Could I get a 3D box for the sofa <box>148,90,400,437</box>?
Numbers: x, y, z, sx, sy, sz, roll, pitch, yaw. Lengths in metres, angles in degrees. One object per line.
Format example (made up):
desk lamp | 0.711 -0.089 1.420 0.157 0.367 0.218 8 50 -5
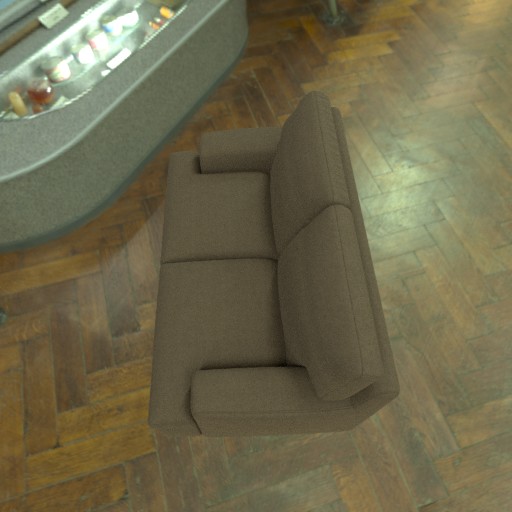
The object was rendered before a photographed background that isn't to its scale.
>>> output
sofa | 0.000 0.000 2.552 1.140 0.950 1.869 -2 58 -1
